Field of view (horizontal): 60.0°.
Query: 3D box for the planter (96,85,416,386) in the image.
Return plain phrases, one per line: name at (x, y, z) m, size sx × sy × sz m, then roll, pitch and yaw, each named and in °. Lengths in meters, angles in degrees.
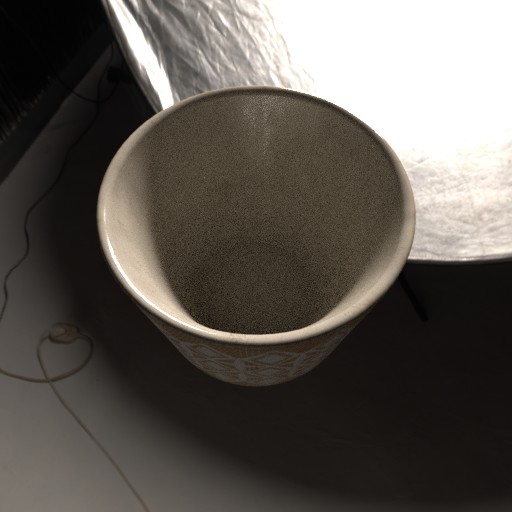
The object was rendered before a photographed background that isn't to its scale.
planter at (0.000, 0.000, 0.223) m, size 0.126 × 0.104 × 0.126 m, roll 0°, pitch 61°, yaw 0°
